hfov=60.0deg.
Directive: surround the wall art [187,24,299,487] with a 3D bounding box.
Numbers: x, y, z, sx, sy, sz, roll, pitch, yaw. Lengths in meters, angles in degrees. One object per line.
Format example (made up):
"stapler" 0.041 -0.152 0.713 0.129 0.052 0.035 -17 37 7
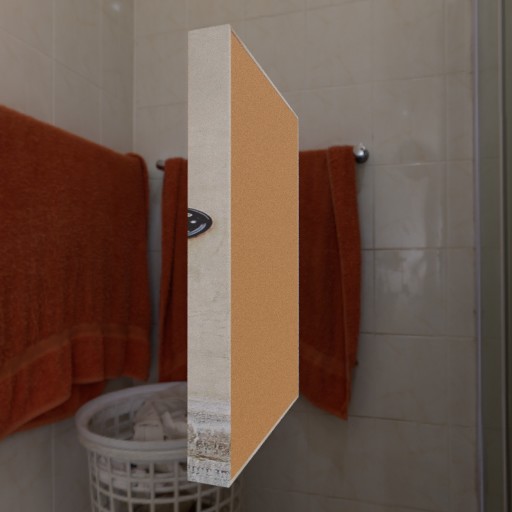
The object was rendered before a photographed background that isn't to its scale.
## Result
"wall art" 0.000 0.000 0.490 0.038 0.381 0.254 0 -1 18
